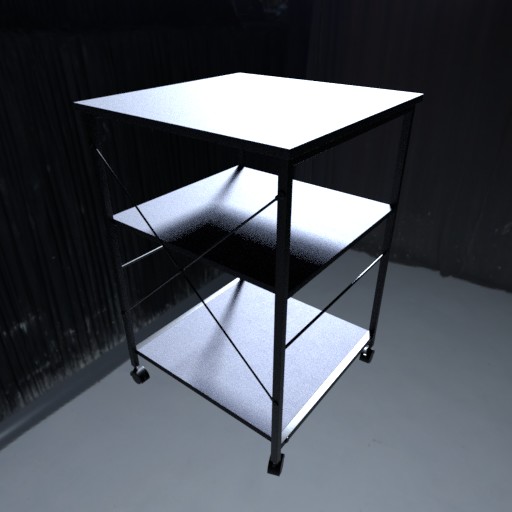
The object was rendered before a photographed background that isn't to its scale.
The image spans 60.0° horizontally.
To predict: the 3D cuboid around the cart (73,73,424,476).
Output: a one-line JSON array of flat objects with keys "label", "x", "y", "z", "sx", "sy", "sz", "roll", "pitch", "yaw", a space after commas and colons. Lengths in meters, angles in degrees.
[{"label": "cart", "x": 0.000, "y": 0.000, "z": 1.115, "sx": 0.521, "sy": 0.762, "sz": 0.520, "roll": 21, "pitch": 36, "yaw": 32}]
